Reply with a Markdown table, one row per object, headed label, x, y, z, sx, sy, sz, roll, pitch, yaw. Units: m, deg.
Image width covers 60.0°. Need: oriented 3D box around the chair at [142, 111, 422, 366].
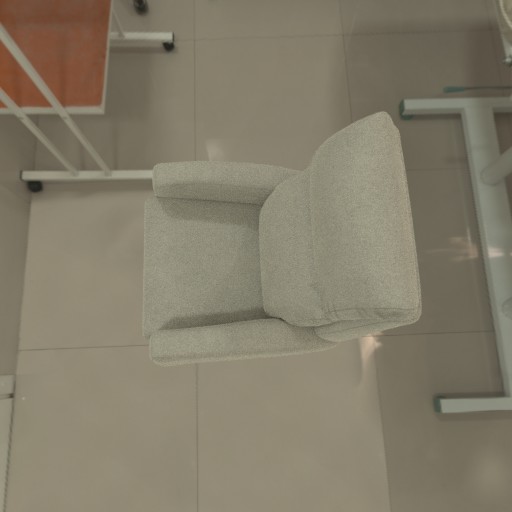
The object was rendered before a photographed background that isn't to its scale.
| label | x | y | z | sx | sy | sz | roll | pitch | yaw |
| --- | --- | --- | --- | --- | --- | --- | --- | --- | --- |
| chair | 0.000 | 0.000 | 1.703 | 0.940 | 1.021 | 0.794 | -2 | 76 | -1 |
